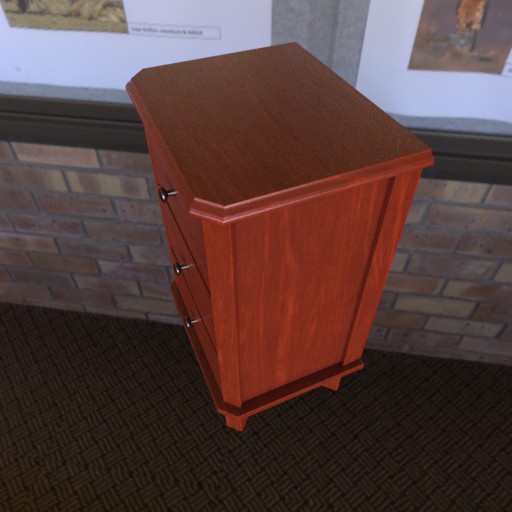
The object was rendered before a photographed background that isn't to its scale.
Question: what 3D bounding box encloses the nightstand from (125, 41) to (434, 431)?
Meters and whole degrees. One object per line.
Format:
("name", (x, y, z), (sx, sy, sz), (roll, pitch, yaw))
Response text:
("nightstand", (0.000, 0.000, 0.941), (0.351, 0.681, 0.435), (-18, 49, -16))
